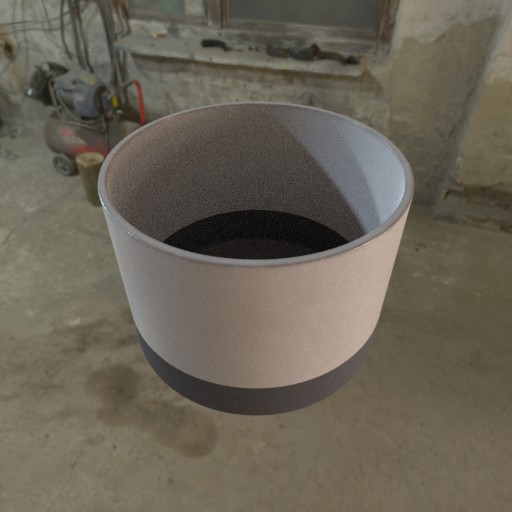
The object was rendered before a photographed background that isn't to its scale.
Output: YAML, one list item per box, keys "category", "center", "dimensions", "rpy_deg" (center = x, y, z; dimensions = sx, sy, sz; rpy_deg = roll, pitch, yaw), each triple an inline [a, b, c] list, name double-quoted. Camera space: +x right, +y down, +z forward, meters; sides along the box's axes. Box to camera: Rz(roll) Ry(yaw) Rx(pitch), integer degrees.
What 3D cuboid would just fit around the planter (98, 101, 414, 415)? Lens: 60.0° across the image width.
- category: "planter"
  center: [0.000, 0.000, 0.220]
  dimensions: [0.128, 0.105, 0.128]
  rpy_deg: [0, 41, 0]
